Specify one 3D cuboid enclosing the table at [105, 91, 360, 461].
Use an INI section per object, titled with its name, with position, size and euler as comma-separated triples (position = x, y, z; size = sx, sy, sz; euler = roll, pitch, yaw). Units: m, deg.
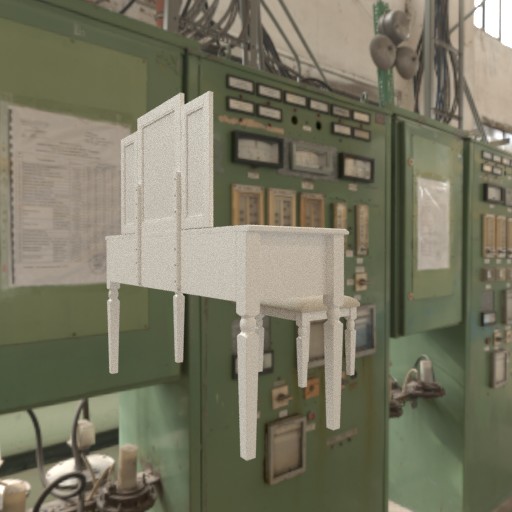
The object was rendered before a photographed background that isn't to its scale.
[table]
position = 0.000, 0.000, 2.271
size = 1.115, 1.310, 1.369
euler = 0, 1, -37
